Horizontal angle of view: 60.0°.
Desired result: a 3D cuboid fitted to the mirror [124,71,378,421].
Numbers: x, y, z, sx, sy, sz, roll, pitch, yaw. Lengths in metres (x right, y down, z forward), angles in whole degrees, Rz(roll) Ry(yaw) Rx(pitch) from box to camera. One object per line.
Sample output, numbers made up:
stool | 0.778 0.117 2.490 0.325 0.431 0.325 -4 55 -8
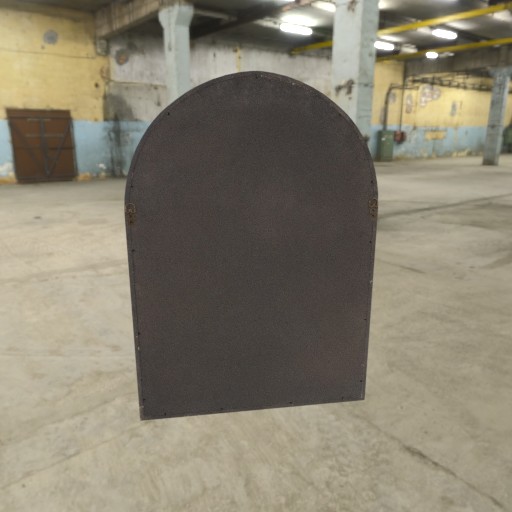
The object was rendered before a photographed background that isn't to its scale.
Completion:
mirror | 0.000 0.000 1.186 0.660 0.920 0.032 -2 15 -9
